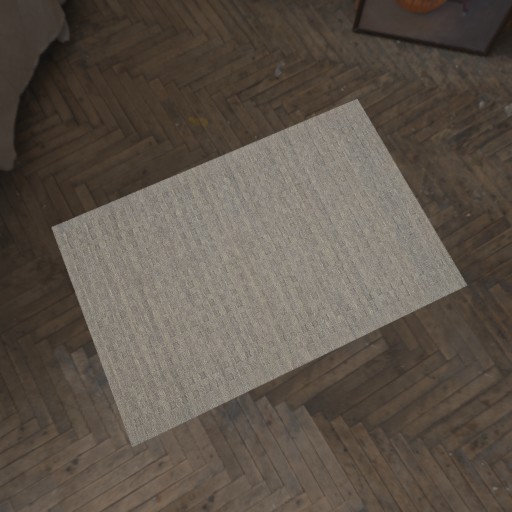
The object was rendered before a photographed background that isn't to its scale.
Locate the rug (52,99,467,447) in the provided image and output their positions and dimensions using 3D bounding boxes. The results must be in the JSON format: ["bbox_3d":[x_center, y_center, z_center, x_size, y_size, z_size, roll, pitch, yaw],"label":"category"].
[{"bbox_3d":[0.000,0.000,2.209,1.752,0.006,1.142,-24,77,-6],"label":"rug"}]
